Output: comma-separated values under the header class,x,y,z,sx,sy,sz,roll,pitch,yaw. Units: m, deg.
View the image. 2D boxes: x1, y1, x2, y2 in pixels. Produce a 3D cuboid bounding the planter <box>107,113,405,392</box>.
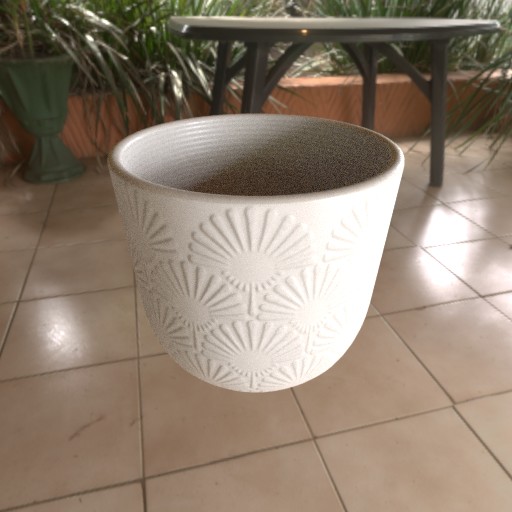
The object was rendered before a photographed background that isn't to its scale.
class,x,y,z,sx,sy,sz,roll,pitch,yaw
planter,0.000,0.000,0.300,0.170,0.152,0.170,0,30,0
